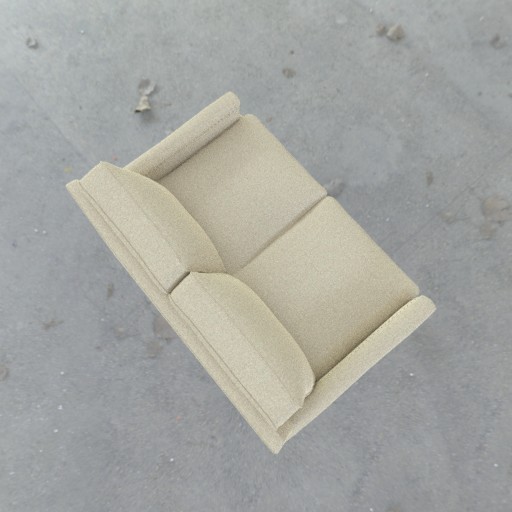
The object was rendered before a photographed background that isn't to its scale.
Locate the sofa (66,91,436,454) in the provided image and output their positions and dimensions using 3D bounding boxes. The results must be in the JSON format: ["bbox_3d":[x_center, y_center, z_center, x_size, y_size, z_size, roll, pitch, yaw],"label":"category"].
[{"bbox_3d":[0.000,0.000,2.321,1.084,1.003,1.597,-39,77,-10],"label":"sofa"}]
